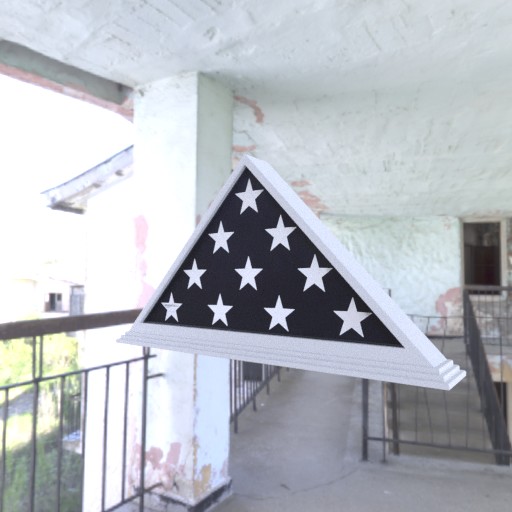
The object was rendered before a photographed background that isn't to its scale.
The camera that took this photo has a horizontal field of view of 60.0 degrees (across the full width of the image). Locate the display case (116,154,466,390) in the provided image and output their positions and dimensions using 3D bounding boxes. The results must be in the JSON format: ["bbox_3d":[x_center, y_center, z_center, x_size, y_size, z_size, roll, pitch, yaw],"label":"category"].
[{"bbox_3d":[0.000,0.000,0.762,0.640,0.340,0.095,-2,-3,36],"label":"display case"}]
